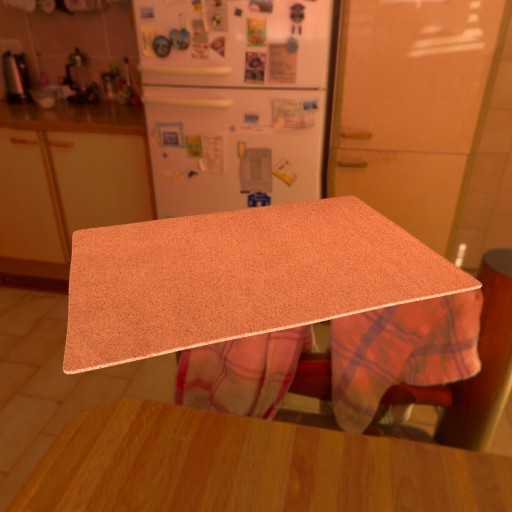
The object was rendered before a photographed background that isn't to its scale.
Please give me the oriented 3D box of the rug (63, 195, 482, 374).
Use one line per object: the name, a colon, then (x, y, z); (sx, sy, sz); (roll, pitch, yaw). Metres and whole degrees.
rug: (0.000, 0.000, 3.414); (2.700, 0.024, 1.801); (-9, 30, -16)
